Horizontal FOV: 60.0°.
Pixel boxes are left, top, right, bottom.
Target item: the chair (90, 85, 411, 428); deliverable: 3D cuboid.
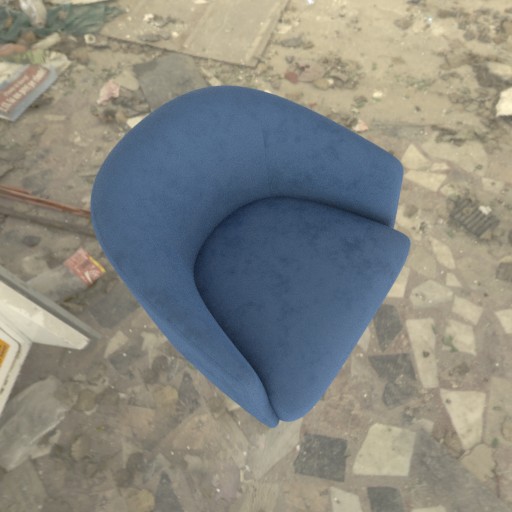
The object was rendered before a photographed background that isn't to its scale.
[{"bbox_3d":[0.000,0.000,1.346,0.767,0.698,0.773,32,64,18],"label":"chair"}]
